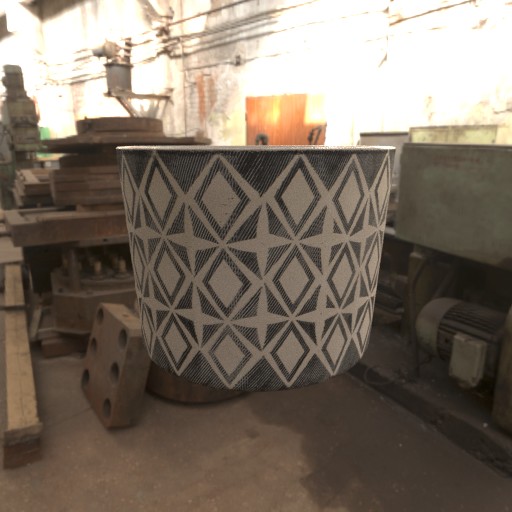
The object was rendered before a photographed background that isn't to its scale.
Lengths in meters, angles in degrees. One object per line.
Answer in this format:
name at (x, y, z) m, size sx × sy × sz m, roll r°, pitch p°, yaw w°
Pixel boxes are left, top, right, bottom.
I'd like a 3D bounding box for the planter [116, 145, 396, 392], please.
planter at (0.000, 0.000, 0.458) m, size 0.260 × 0.220 × 0.260 m, roll 0°, pitch 14°, yaw 0°
